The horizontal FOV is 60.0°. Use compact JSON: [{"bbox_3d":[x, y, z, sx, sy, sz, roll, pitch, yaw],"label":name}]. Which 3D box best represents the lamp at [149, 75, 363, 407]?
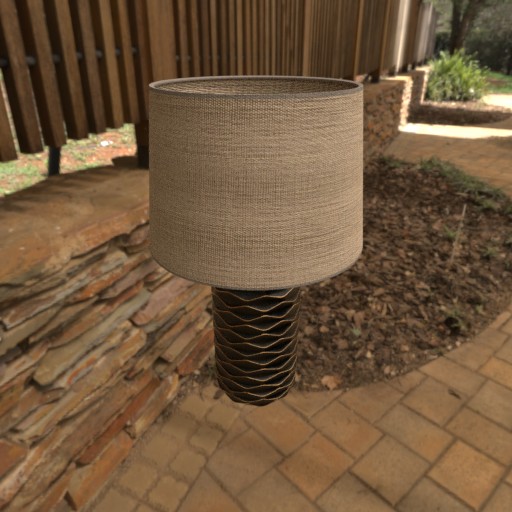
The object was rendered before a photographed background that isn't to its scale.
[{"bbox_3d":[0.000,0.000,0.815,0.376,0.594,0.376,0,26,0],"label":"lamp"}]
